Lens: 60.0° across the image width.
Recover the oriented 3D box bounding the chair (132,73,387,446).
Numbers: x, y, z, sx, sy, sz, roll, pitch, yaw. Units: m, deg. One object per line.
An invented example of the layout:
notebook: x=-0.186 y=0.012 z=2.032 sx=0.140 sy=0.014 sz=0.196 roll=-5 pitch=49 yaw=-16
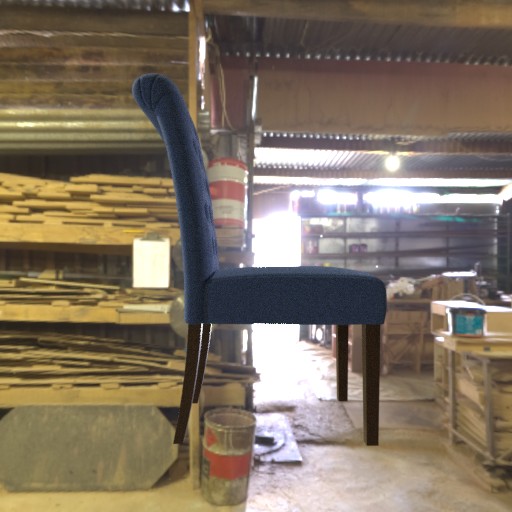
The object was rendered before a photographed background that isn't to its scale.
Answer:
chair: x=0.000 y=0.000 z=1.370 sx=0.671 sy=1.006 sz=0.456 roll=0 pitch=-1 yaw=-1
